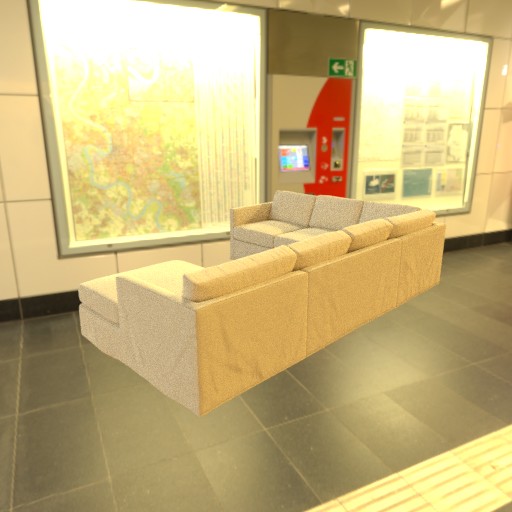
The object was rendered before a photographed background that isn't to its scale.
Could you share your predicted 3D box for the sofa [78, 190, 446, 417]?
[{"bbox_3d":[0.000,0.000,4.519,2.427,0.882,3.460,15,22,43],"label":"sofa"}]
